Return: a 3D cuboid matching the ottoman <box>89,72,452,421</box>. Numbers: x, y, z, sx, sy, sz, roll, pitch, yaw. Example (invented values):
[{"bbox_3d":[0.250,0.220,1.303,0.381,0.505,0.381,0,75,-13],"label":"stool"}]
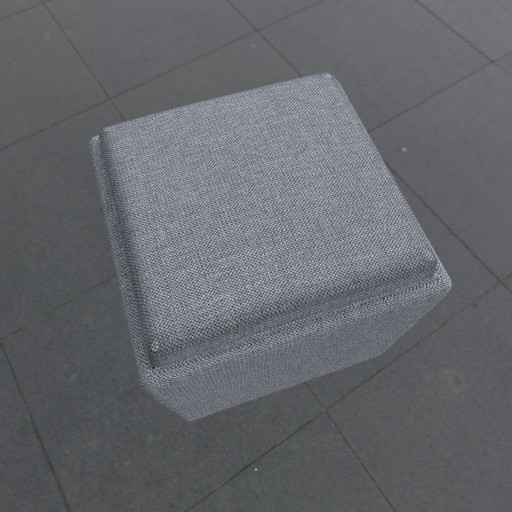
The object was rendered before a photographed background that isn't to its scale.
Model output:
[{"bbox_3d":[0.000,0.000,0.840,0.454,0.487,0.436,-17,65,-8],"label":"ottoman"}]
